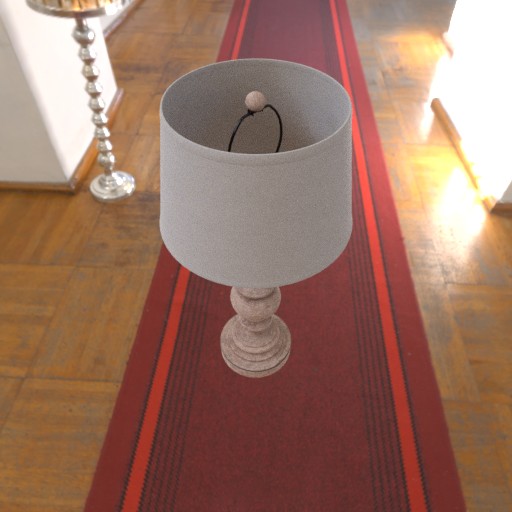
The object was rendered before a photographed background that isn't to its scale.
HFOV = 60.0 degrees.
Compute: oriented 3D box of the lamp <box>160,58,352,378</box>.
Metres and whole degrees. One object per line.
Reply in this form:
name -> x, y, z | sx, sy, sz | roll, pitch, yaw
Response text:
lamp -> 0.000, 0.000, 0.872 | 0.340, 0.678, 0.340 | 0, 48, 0
